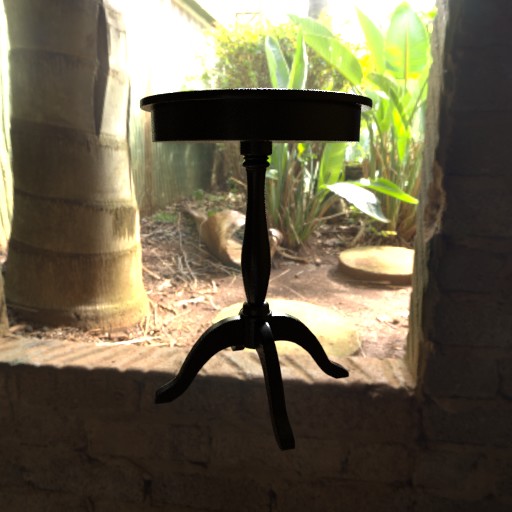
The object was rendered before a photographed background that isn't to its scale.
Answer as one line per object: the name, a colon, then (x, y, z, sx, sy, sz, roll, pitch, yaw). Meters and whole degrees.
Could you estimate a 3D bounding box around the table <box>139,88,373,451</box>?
table: (0.000, 0.000, 1.013, 0.481, 0.665, 0.481, 0, 14, 0)
